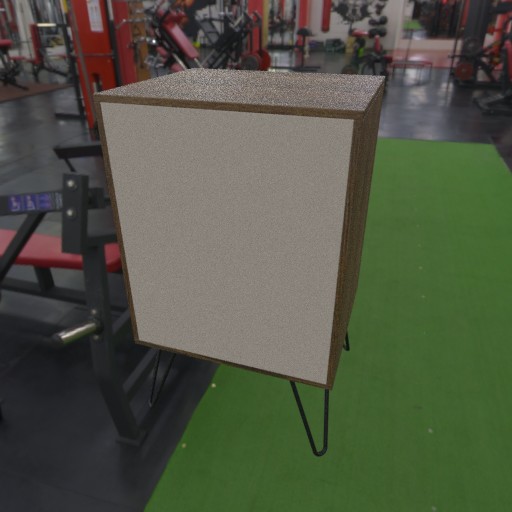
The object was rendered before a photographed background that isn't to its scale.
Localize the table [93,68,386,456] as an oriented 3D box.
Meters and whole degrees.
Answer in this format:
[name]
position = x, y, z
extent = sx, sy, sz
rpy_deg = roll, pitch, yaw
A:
[table]
position = 0.000, 0.000, 1.185
extent = 0.526, 0.866, 0.457
rpy_deg = 9, 30, 16
